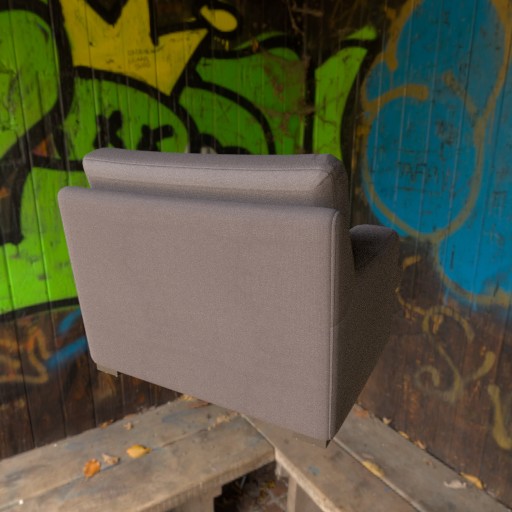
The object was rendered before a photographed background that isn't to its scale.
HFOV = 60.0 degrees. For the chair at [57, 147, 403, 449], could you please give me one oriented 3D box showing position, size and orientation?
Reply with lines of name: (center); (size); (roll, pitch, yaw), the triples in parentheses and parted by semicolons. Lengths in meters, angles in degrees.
chair: (0.000, 0.000, 1.959); (1.168, 0.940, 1.143); (9, 18, 27)
